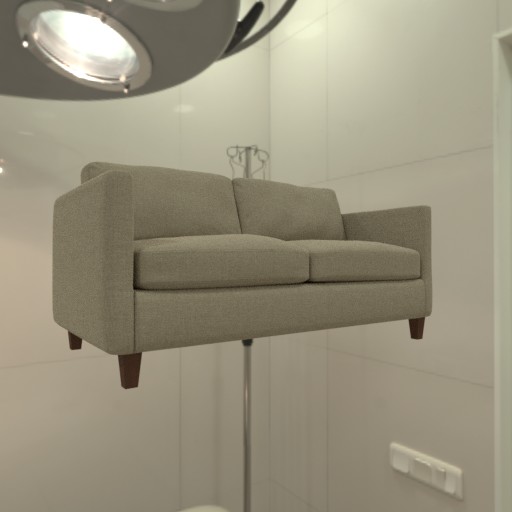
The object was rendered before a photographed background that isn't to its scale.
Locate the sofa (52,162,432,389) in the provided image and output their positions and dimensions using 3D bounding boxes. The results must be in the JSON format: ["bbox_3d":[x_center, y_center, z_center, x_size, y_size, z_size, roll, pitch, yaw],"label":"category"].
[{"bbox_3d":[0.000,0.000,2.393,1.884,0.947,0.951,0,0,-35],"label":"sofa"}]
